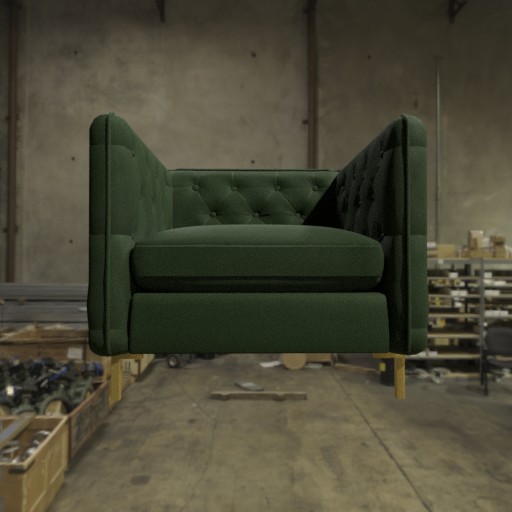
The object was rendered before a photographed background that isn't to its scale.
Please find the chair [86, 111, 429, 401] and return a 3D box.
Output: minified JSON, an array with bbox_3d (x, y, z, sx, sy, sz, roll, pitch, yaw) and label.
[{"bbox_3d":[0.000,0.000,1.548,0.917,0.768,0.855,0,-1,-1],"label":"chair"}]
